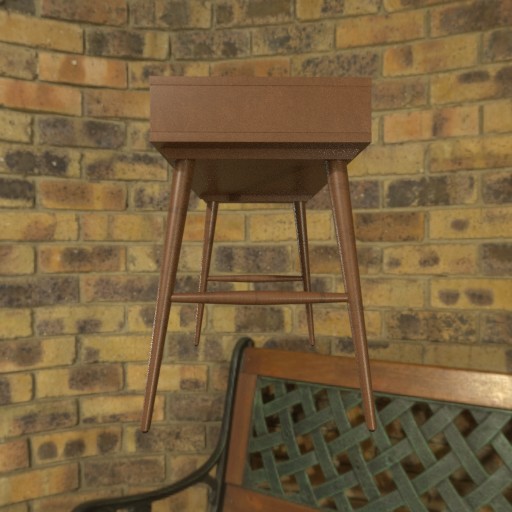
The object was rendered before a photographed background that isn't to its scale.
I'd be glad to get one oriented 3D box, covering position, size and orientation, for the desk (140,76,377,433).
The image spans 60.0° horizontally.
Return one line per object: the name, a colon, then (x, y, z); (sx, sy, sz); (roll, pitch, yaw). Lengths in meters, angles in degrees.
desk: (0.000, 0.000, 1.411); (0.510, 0.758, 0.949); (0, 0, -1)
